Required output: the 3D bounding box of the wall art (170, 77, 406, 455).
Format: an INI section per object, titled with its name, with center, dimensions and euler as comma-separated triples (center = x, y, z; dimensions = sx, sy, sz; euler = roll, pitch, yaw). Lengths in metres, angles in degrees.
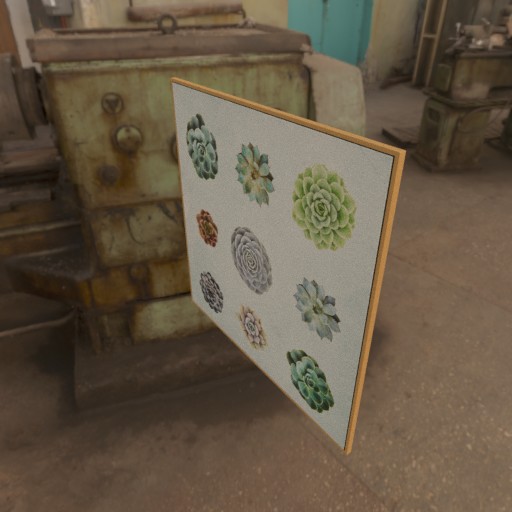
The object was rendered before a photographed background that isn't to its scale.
[wall art]
center = 0.000, 0.000, 0.987
dimensions = 0.014, 0.655, 0.657
euler = -21, 38, -30
